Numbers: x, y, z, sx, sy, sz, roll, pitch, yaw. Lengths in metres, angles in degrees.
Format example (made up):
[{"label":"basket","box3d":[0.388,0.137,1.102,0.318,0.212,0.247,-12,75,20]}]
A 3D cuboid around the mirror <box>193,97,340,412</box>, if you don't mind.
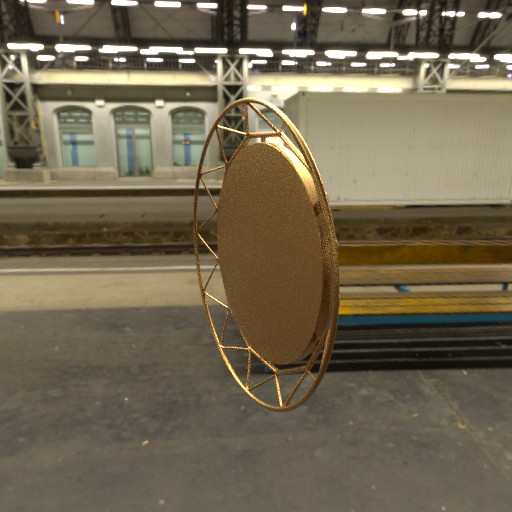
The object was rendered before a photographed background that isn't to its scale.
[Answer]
[{"label":"mirror","box3d":[0.000,0.000,0.676,0.043,0.454,0.454,-7,16,-26]}]
